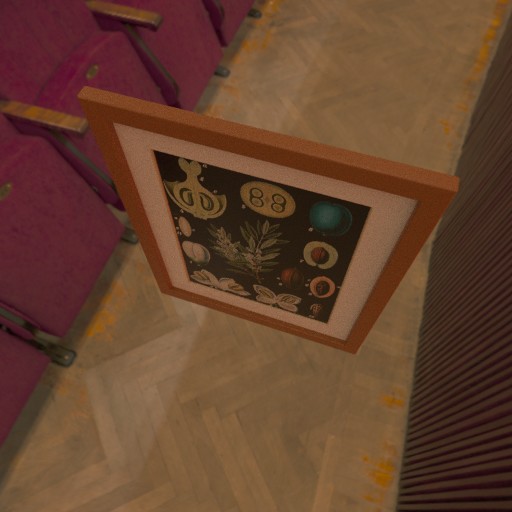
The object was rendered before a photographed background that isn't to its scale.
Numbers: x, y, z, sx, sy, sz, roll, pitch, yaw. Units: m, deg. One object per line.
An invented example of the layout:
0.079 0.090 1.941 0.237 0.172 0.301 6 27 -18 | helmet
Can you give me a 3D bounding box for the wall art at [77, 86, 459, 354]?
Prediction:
0.000 0.000 0.509 0.310 0.379 0.015 16 61 9 | wall art
